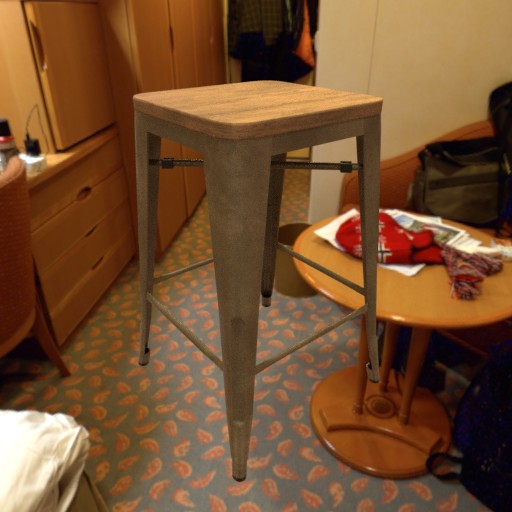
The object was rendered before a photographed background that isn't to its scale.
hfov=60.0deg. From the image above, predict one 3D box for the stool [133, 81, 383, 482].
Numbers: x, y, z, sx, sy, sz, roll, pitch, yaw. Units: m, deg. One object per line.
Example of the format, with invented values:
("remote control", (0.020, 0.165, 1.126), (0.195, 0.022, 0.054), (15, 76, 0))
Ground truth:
("stool", (0.000, 0.000, 0.888), (0.407, 0.607, 0.407), (-21, 35, -33))
